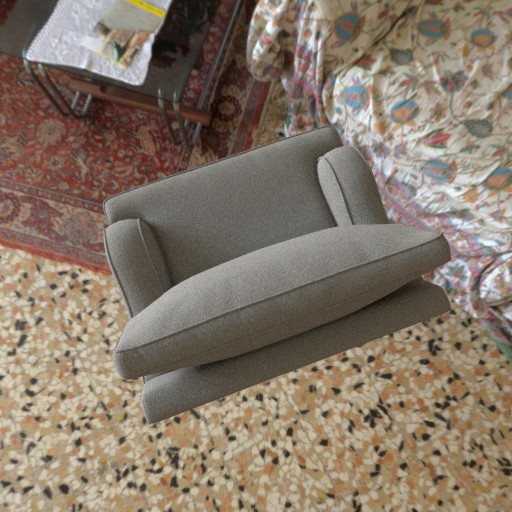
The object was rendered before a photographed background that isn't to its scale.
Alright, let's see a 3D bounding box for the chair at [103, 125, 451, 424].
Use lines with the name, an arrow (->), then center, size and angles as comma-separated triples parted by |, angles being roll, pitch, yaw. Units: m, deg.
chair -> 0.000, 0.000, 2.007 | 1.220, 1.016, 1.040 | -19, 76, -5
